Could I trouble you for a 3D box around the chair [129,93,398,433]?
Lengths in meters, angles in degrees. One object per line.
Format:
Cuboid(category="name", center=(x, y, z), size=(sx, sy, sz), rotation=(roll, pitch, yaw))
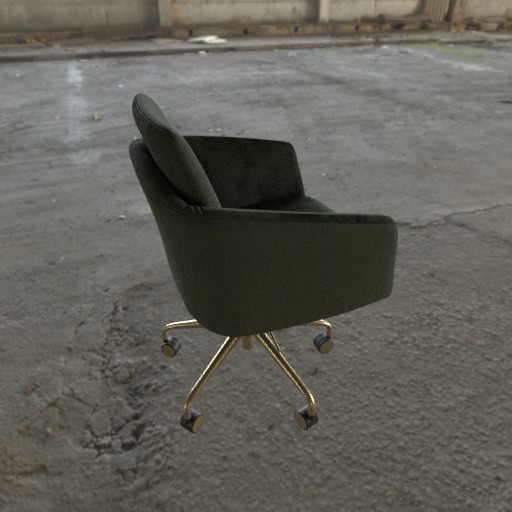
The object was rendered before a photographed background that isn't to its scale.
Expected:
Cuboid(category="chair", center=(0.000, 0.000, 1.330), size=(0.635, 0.908, 0.641), rotation=(-10, 32, -17))
